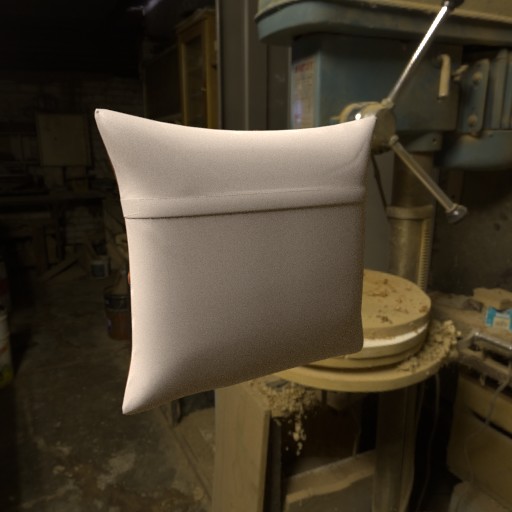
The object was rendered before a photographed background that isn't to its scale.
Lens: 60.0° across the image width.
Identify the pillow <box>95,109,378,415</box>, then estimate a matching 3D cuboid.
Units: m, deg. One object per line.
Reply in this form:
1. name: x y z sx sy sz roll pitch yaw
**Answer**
1. pillow: 0.000 0.000 0.777 0.501 0.477 0.192 -7 16 -26
